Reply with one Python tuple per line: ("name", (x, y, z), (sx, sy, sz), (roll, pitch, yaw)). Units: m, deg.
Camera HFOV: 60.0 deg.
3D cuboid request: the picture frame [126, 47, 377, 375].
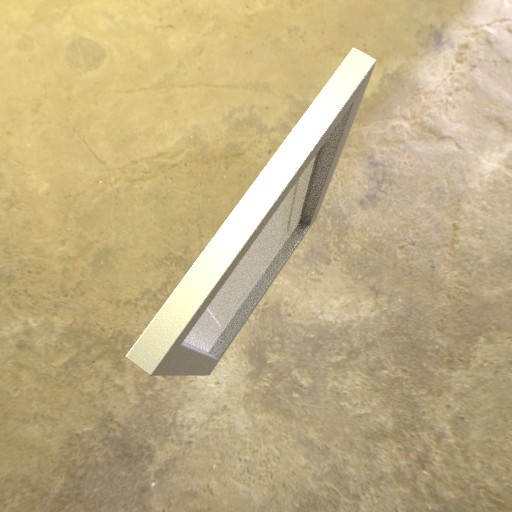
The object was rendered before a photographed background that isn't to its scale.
("picture frame", (0.000, 0.000, 0.525), (0.036, 0.386, 0.307), (33, 77, 8))
